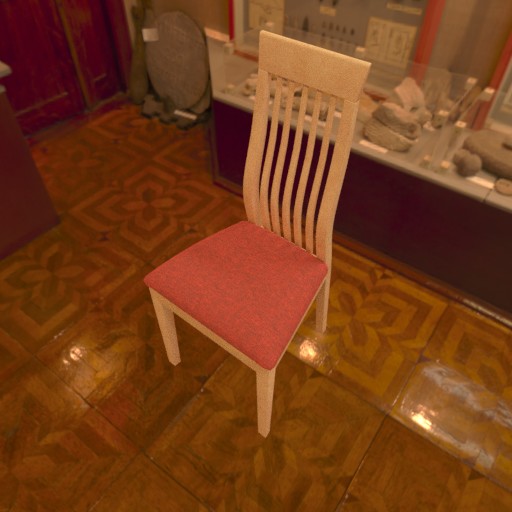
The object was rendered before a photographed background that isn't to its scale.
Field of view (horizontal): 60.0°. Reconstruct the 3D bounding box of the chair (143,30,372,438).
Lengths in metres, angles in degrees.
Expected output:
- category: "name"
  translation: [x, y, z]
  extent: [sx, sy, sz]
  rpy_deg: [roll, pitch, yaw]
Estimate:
- category: "chair"
  translation: [0.000, 0.000, 1.249]
  extent: [0.460, 1.027, 0.474]
  rpy_deg: [30, 54, 25]
